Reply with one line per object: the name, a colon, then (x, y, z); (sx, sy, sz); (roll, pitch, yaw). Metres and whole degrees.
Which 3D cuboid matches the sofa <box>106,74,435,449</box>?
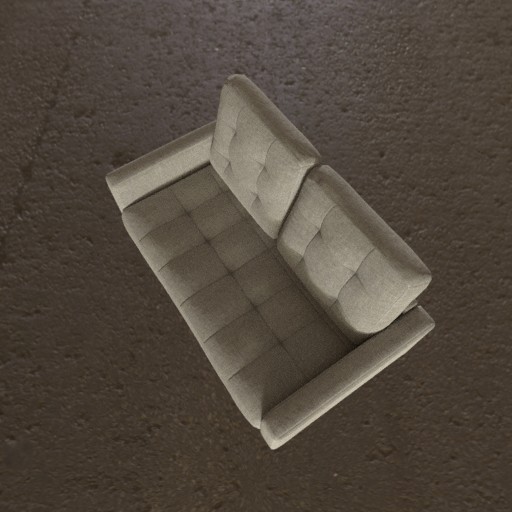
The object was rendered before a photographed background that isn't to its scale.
sofa: (0.000, 0.000, 2.013); (0.842, 0.907, 1.407); (-31, 67, -15)
